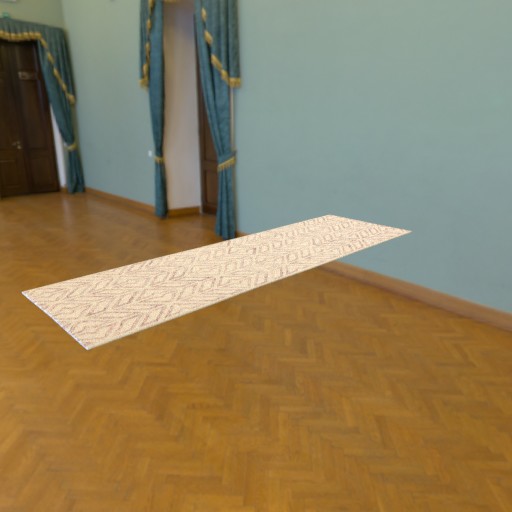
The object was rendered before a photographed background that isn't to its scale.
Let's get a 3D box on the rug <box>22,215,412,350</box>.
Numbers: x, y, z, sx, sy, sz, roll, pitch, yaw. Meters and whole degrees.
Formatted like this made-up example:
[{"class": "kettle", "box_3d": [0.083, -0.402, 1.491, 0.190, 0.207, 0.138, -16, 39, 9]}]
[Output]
[{"class": "rug", "box_3d": [0.000, 0.000, 2.694, 2.435, 0.009, 0.750, -17, 24, -41]}]
